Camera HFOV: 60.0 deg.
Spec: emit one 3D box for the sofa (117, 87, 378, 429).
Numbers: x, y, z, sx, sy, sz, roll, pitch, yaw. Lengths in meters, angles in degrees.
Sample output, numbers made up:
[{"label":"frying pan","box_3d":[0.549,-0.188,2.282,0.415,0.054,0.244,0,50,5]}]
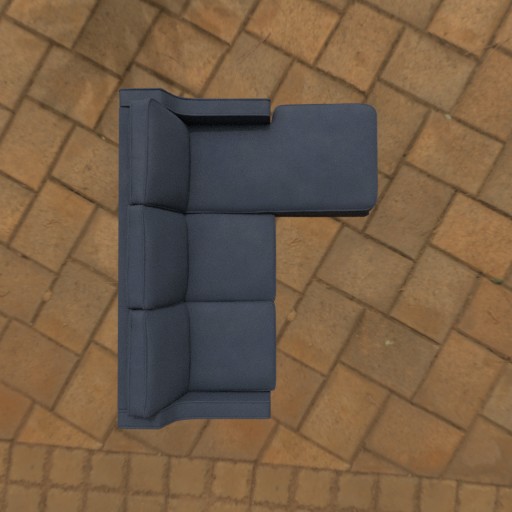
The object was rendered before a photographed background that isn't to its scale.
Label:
[{"label":"sofa","box_3d":[0.000,0.000,3.307,1.858,1.066,2.317,0,89,1]}]
